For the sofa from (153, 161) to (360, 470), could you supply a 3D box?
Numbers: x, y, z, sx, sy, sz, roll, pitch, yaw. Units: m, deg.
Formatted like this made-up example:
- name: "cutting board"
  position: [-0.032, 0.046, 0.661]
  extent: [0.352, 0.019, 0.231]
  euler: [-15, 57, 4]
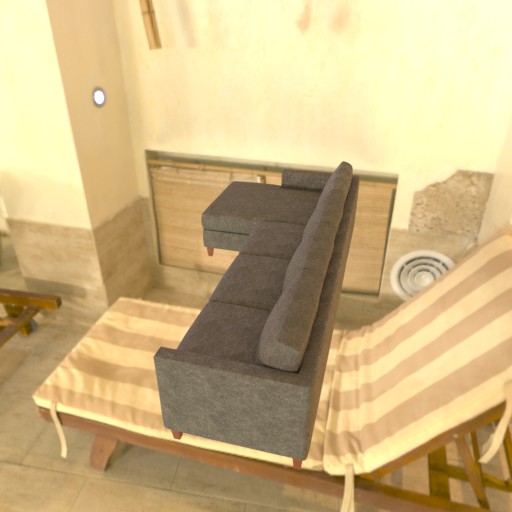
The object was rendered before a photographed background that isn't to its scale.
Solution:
- name: "sofa"
  position: [0.000, 0.000, 4.083]
  extent: [1.606, 0.954, 3.471]
  euler: [8, 31, 14]
